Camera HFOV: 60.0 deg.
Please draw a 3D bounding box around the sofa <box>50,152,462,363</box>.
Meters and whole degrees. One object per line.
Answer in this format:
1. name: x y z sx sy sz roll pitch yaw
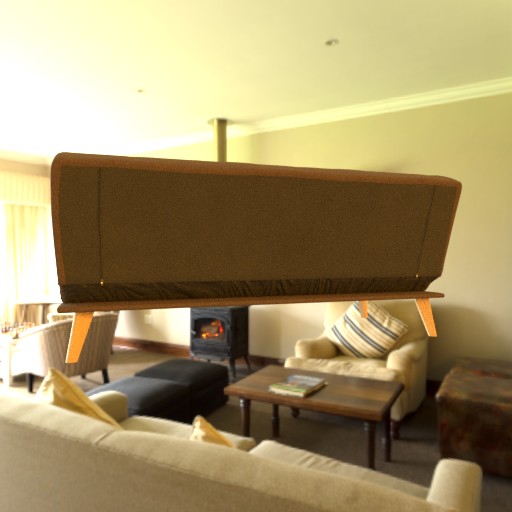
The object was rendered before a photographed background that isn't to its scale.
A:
1. sofa: 0.000 0.000 2.232 1.800 0.810 0.860 0 1 -18
